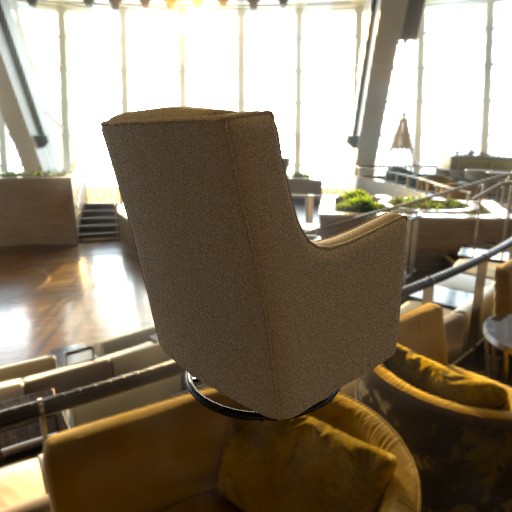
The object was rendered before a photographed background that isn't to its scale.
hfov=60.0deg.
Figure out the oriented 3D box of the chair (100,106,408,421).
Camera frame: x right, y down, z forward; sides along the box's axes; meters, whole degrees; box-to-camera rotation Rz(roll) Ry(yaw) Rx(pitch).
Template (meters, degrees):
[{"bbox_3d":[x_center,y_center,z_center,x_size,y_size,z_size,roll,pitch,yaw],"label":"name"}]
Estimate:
[{"bbox_3d":[0.000,0.000,1.602,0.879,0.993,0.732,-14,20,-41],"label":"chair"}]
